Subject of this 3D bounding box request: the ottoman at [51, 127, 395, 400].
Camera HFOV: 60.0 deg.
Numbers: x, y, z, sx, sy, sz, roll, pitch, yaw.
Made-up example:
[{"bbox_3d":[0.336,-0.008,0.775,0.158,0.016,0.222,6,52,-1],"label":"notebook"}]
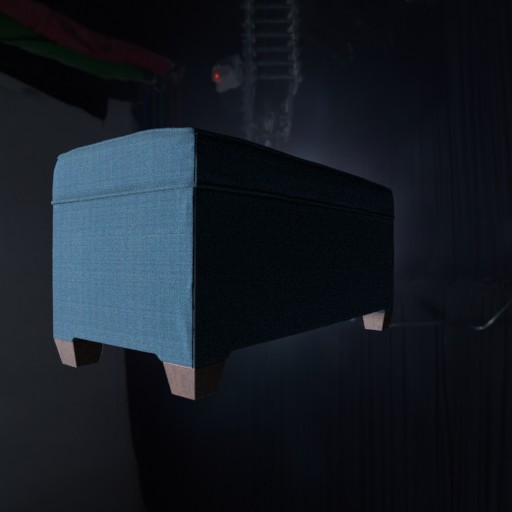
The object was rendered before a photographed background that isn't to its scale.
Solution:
[{"bbox_3d":[0.000,0.000,1.212,0.474,0.474,0.943,0,0,37],"label":"ottoman"}]
